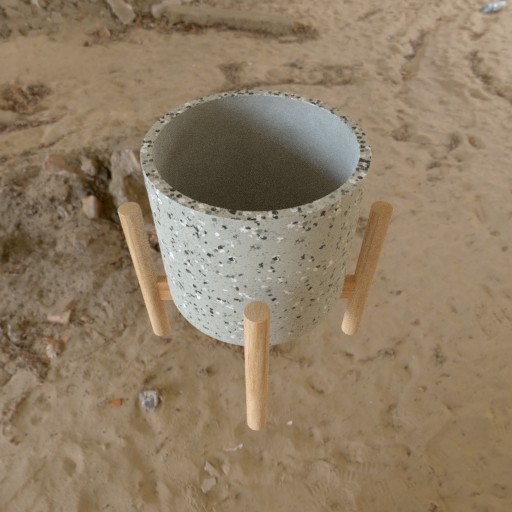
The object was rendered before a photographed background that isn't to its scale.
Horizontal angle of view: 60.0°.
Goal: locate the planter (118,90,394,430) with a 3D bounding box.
[{"bbox_3d":[0.000,0.000,0.548,0.284,0.320,0.284,17,49,15],"label":"planter"}]
